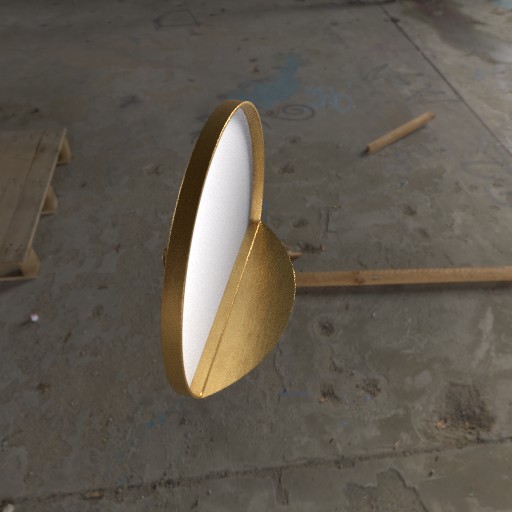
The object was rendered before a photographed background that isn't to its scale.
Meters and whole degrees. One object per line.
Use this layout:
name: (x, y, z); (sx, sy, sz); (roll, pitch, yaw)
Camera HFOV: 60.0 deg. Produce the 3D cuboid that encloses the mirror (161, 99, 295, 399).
mirror: (0.000, 0.000, 0.703); (0.133, 0.457, 0.457); (10, 48, 9)
